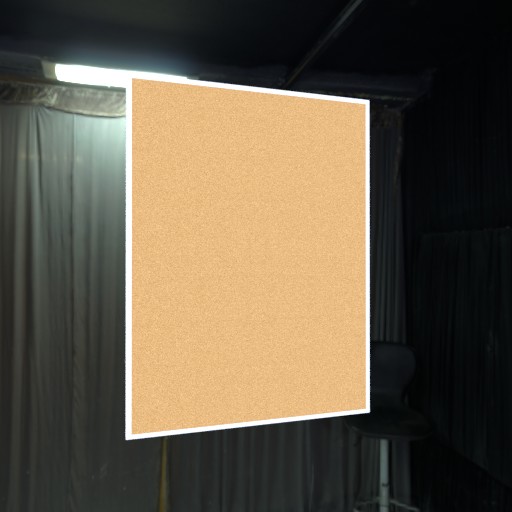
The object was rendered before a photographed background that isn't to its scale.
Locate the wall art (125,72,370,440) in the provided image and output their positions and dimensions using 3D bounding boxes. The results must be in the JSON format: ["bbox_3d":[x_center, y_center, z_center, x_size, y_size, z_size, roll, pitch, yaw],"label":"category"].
[{"bbox_3d":[0.000,0.000,1.622,0.914,1.221,0.046,0,0,-17],"label":"wall art"}]
